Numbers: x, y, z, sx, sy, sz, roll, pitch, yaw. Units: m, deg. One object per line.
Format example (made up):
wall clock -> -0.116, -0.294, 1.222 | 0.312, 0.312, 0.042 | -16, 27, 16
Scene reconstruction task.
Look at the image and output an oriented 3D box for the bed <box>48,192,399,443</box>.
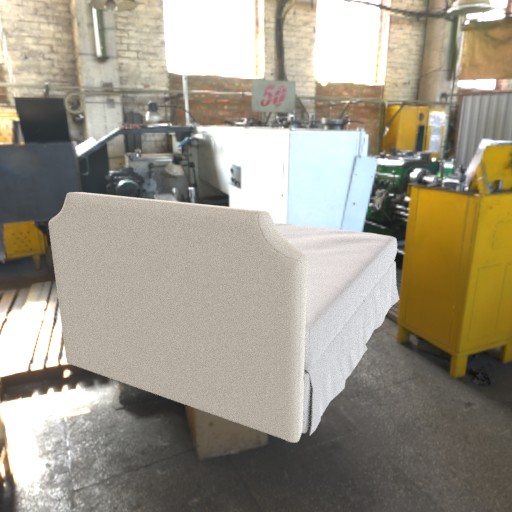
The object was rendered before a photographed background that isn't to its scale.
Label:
bed -> 0.000, 0.000, 3.685 | 1.977, 1.293, 2.498 | 9, 19, 27
